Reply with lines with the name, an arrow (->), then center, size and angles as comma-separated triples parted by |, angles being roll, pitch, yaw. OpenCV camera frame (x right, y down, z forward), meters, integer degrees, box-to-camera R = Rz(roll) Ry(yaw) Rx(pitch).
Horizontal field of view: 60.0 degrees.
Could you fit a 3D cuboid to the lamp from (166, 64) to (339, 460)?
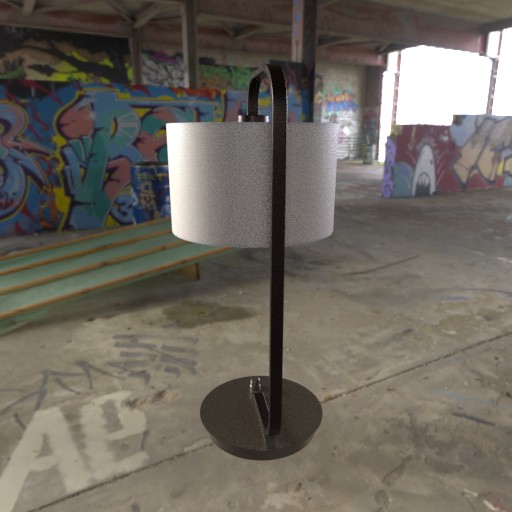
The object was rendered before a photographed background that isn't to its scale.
lamp -> 0.000, 0.000, 0.621 | 0.230, 0.473, 0.288 | -3, 16, -9
